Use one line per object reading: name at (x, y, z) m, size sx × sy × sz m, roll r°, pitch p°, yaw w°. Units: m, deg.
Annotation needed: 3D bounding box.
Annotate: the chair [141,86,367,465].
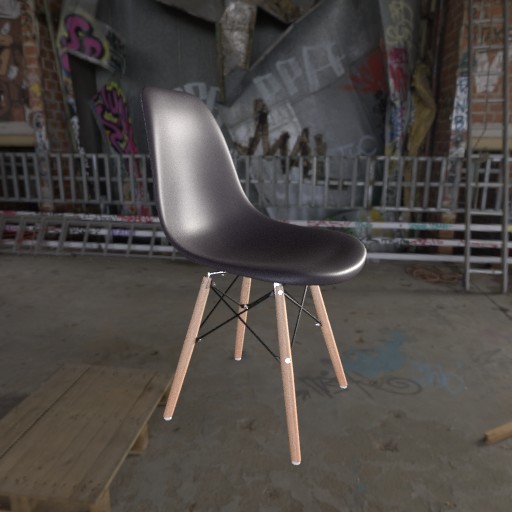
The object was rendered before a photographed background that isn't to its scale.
chair at (0.000, 0.000, 1.126) m, size 0.533 × 0.825 × 0.470 m, roll 8°, pitch 16°, yaw 27°
